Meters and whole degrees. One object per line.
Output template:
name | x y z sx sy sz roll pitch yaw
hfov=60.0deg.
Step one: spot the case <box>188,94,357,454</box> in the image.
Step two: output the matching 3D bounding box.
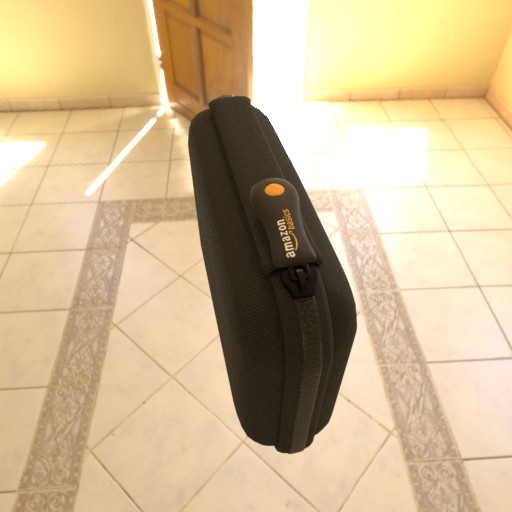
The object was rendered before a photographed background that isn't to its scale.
case | 0.000 0.000 0.178 0.038 0.105 0.132 -10 48 -9
